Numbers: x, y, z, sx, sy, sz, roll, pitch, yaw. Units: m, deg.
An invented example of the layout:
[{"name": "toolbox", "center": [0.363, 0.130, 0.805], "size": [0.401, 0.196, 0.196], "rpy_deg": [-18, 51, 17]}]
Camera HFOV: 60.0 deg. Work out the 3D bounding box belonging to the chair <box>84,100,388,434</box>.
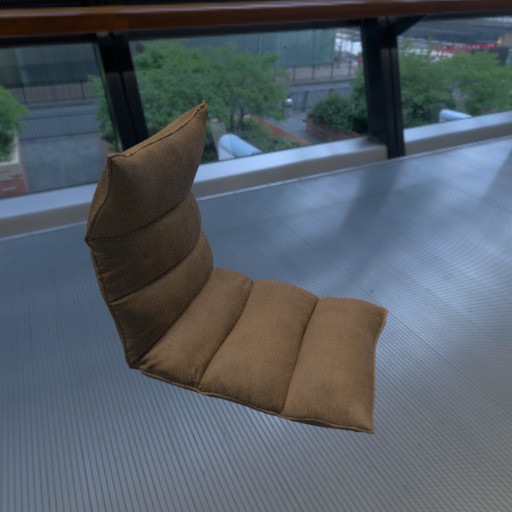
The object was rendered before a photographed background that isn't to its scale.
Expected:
[{"name": "chair", "center": [0.000, 0.000, 1.577], "size": [0.985, 0.892, 0.714], "rpy_deg": [10, 32, 16]}]
